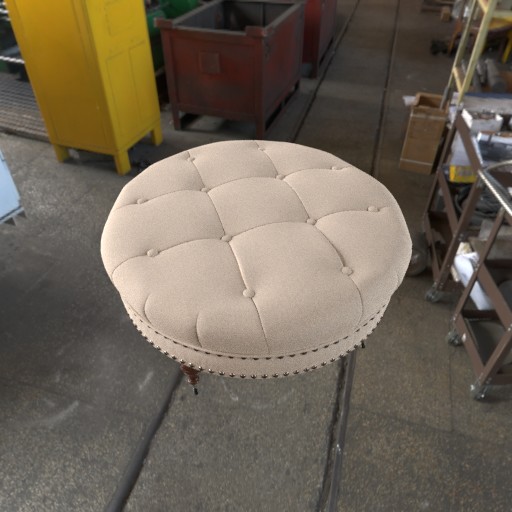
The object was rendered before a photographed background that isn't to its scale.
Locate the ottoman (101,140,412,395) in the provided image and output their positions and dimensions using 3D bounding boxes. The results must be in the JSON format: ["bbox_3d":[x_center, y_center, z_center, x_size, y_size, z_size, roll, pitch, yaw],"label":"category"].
[{"bbox_3d":[0.000,0.000,1.403,0.901,0.439,0.901,0,41,0],"label":"ottoman"}]
